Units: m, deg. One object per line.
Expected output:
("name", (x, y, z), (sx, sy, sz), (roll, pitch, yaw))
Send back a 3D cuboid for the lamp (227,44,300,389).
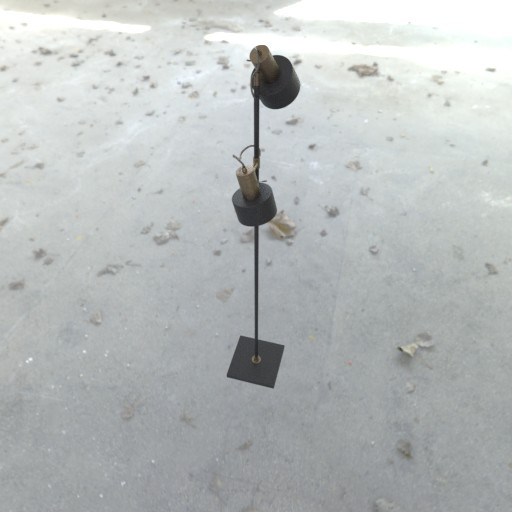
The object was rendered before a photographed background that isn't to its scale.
("lamp", (0.000, 0.000, 1.644), (0.233, 1.505, 0.315), (11, 46, 10))
